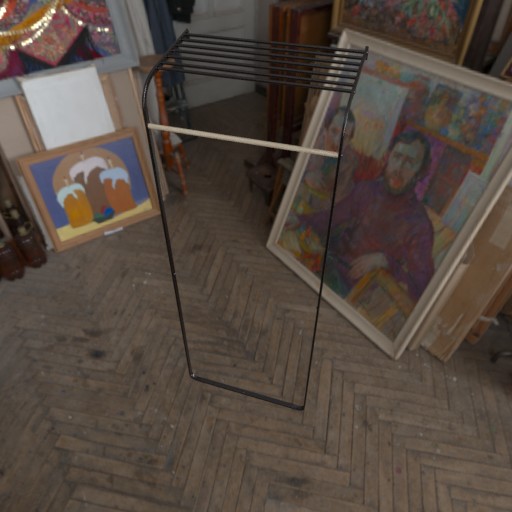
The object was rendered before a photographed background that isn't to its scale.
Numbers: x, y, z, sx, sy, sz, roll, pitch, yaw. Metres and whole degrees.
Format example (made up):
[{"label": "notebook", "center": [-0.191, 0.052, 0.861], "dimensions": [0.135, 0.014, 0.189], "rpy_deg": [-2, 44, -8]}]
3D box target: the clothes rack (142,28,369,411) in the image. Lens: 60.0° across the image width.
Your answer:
[{"label": "clothes rack", "center": [0.000, 0.000, 1.812], "dimensions": [0.609, 1.574, 0.349], "rpy_deg": [12, 43, 13]}]
